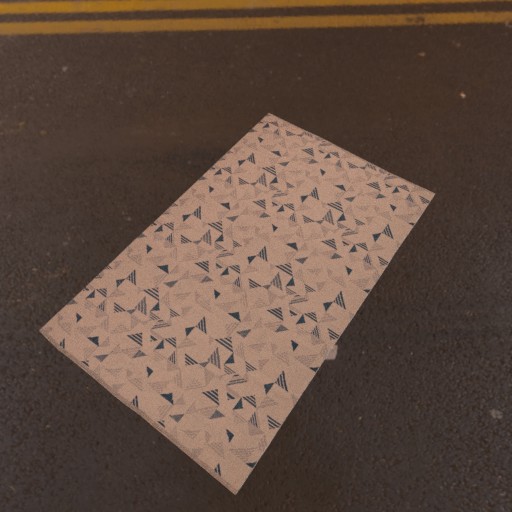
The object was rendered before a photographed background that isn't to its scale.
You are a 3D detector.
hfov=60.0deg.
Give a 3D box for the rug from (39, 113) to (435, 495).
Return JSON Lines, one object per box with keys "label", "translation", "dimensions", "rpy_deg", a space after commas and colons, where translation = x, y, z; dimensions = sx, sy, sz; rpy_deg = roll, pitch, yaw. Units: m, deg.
{"label": "rug", "translation": [0.000, 0.000, 2.999], "dimensions": [1.512, 0.009, 2.457], "rpy_deg": [32, 63, 18]}
